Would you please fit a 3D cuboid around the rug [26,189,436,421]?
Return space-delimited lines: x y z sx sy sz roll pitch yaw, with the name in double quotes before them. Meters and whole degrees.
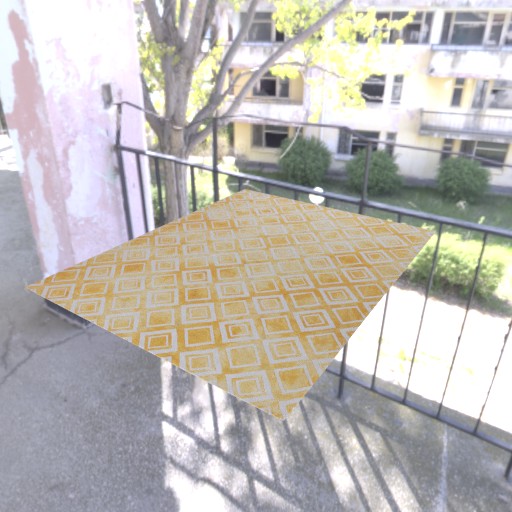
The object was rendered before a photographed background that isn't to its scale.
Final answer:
"rug" 0.000 0.000 4.071 2.433 0.011 3.037 17 31 30
